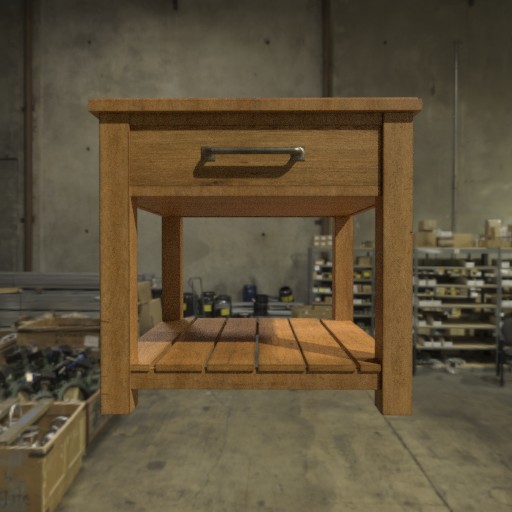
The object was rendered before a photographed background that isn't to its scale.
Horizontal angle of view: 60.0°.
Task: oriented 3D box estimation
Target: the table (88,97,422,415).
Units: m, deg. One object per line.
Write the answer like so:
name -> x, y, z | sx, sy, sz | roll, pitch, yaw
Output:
table -> 0.000, 0.000, 1.117 | 0.616, 0.593, 0.612 | 0, 1, 1
